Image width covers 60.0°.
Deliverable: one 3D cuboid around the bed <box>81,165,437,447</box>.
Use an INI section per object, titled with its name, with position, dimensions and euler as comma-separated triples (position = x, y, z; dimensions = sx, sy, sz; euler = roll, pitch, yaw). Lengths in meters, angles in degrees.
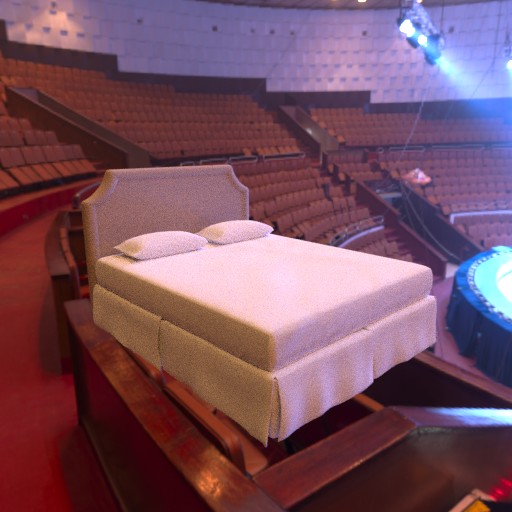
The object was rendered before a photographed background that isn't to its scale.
[bed]
position = 0.000, 0.000, 4.289
dimensions = 2.350, 1.590, 2.773
euler = -13, 19, -42
